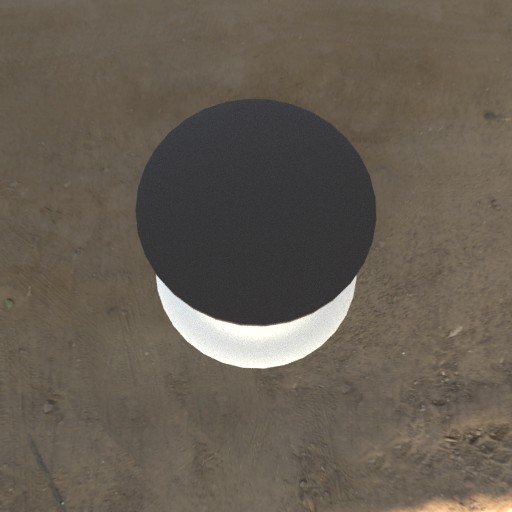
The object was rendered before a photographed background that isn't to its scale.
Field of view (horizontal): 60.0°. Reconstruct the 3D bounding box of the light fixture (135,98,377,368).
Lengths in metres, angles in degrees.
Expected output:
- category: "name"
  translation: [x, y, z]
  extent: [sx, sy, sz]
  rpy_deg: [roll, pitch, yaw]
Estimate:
- category: "light fixture"
  translation: [0.000, 0.000, 0.401]
  extent: [0.197, 0.254, 0.197]
  rpy_deg: [0, 75, 0]
